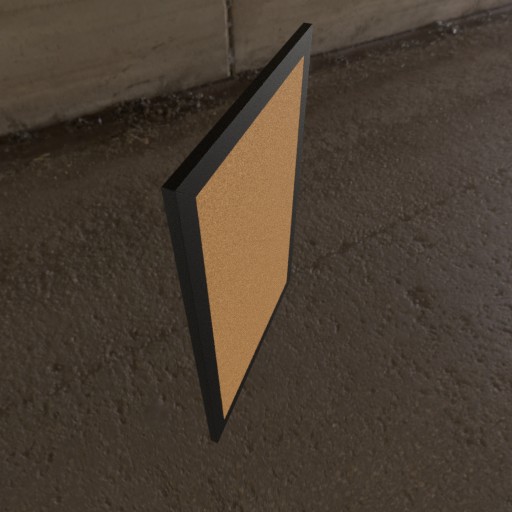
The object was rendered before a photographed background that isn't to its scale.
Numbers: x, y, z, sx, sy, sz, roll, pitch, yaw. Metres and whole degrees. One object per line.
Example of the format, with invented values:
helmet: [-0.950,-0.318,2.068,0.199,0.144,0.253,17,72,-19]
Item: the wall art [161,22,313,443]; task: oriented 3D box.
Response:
wall art: [0.000,0.000,0.573,0.011,0.459,0.326,16,49,15]
